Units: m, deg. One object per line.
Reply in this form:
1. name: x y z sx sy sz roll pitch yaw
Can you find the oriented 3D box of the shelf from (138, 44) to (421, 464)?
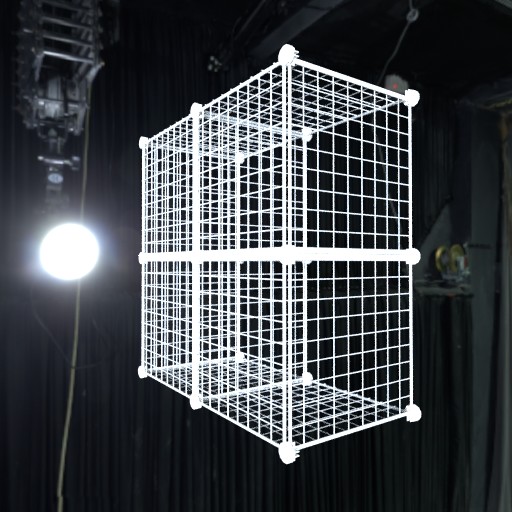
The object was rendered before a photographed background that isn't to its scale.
1. shelf: 0.000 0.000 1.134 0.356 0.711 0.711 1 -1 -35
